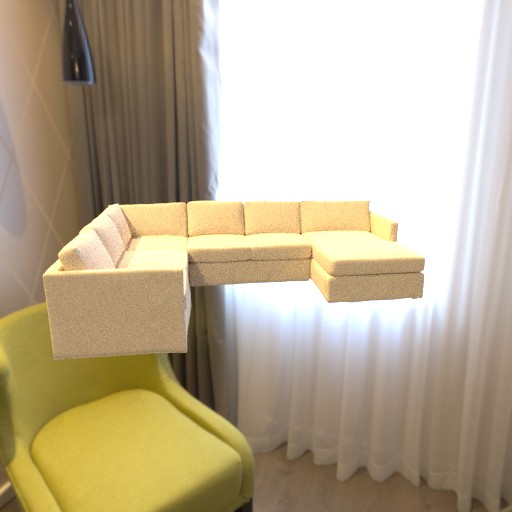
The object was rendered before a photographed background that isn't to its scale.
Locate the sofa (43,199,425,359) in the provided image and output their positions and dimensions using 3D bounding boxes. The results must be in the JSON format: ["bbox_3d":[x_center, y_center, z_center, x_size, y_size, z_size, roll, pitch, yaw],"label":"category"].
[{"bbox_3d":[0.000,0.000,4.638,3.460,0.882,2.427,-2,16,-8],"label":"sofa"}]
